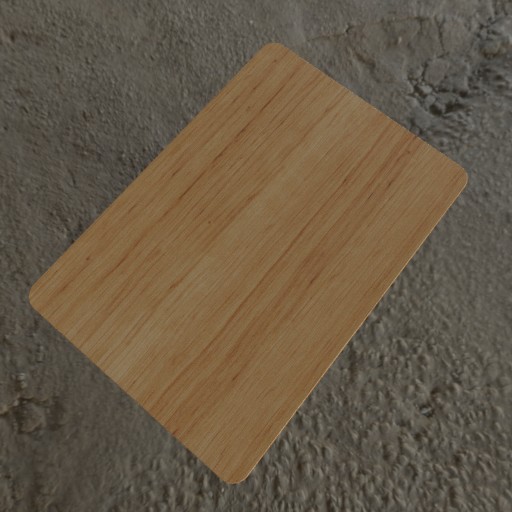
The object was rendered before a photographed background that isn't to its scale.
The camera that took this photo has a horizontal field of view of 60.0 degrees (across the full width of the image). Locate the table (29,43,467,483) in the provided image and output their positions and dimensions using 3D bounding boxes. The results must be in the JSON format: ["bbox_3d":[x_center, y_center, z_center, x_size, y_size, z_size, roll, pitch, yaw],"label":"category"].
[{"bbox_3d":[0.000,0.000,1.361,0.696,0.445,0.997,38,78,9],"label":"table"}]
